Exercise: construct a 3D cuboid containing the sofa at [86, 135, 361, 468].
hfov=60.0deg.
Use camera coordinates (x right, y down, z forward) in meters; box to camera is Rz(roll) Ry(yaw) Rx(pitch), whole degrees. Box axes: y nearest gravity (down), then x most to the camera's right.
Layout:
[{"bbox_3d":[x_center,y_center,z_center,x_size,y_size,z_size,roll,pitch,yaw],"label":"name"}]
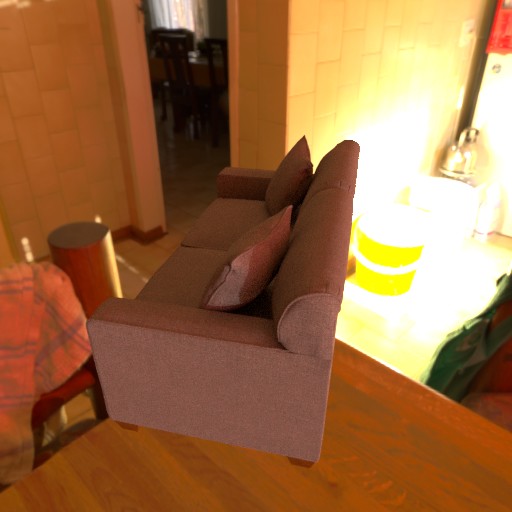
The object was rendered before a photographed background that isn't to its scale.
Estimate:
[{"bbox_3d":[0.000,0.000,2.456,1.000,0.958,1.846,7,31,12],"label":"sofa"}]
